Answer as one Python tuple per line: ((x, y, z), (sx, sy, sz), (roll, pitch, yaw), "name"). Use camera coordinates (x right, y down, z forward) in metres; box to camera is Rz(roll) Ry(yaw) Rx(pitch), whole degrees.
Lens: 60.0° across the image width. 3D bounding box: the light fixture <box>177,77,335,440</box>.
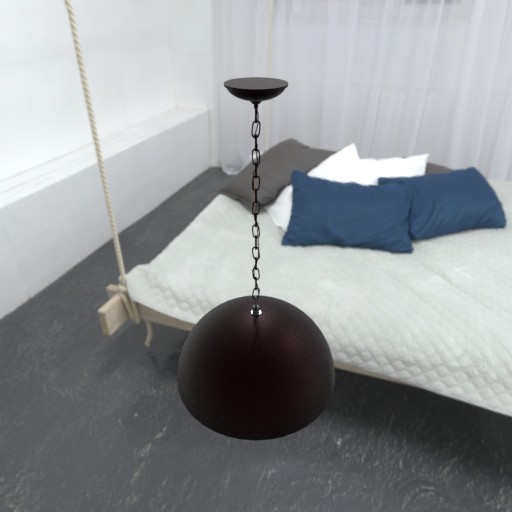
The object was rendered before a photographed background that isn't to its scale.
((0.000, 0.000, 1.177), (0.492, 0.869, 0.492), (0, 31, 0), "light fixture")
